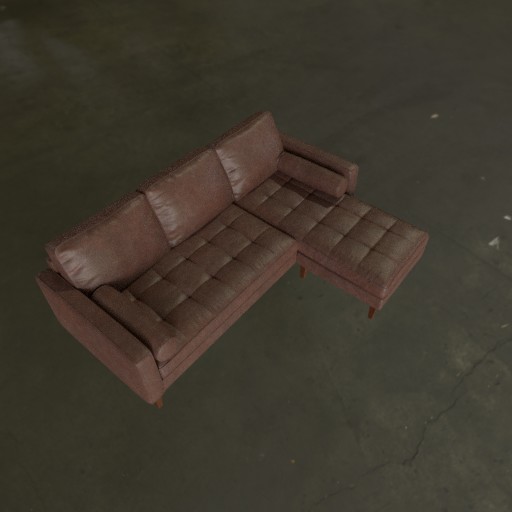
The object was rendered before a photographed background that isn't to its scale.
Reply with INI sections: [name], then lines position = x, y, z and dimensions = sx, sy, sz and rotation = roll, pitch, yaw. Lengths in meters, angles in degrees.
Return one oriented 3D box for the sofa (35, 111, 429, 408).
[sofa]
position = 0.000, 0.000, 2.933
dimensions = 1.613, 0.841, 2.185
rotation = 31, 54, 25
